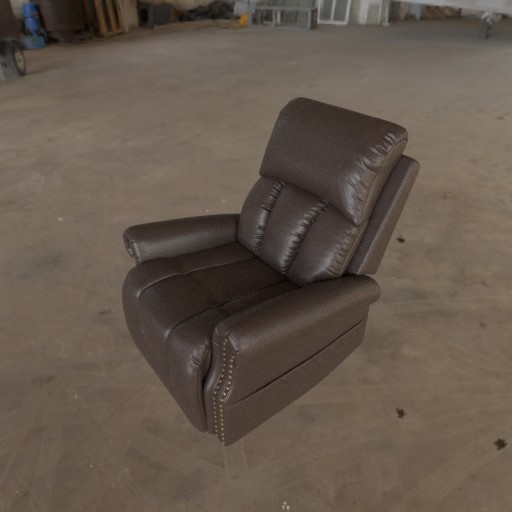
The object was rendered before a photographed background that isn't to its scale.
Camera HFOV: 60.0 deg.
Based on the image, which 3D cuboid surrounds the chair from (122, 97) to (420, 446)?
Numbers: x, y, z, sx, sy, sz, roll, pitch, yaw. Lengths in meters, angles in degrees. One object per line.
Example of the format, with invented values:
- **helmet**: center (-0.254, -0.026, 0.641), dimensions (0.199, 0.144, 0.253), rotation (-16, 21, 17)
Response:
- **chair**: center (0.000, 0.000, 1.764), dimensions (0.978, 1.028, 0.869), rotation (-22, 39, -30)
